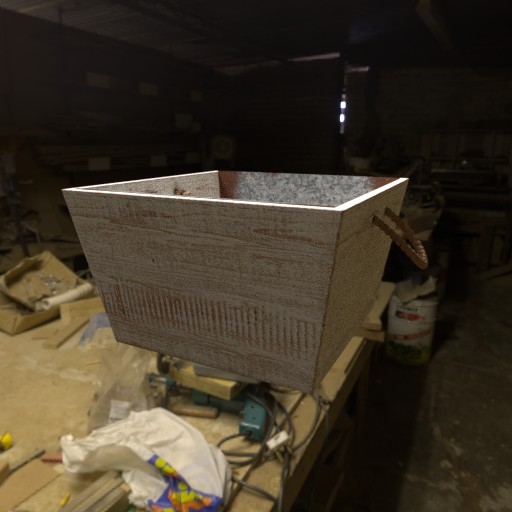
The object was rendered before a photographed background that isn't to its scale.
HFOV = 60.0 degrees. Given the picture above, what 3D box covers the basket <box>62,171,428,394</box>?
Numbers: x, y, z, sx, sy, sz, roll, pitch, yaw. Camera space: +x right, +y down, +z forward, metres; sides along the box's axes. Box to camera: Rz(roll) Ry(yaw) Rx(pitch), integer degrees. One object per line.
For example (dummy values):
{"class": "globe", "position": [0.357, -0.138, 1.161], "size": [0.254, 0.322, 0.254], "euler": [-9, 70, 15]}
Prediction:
{"class": "basket", "position": [0.000, 0.000, 0.751], "size": [0.545, 0.247, 0.413], "euler": [8, 17, 26]}
